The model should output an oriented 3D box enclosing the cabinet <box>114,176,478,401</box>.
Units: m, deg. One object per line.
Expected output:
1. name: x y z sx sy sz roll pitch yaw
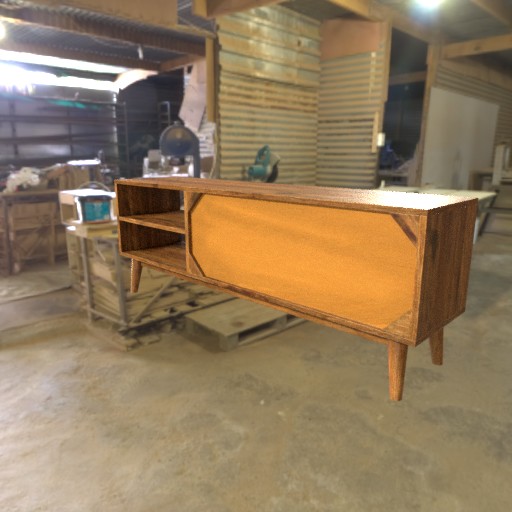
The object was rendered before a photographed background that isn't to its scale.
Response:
1. cabinet: 0.000 0.000 1.708 1.448 0.528 0.349 13 19 42
